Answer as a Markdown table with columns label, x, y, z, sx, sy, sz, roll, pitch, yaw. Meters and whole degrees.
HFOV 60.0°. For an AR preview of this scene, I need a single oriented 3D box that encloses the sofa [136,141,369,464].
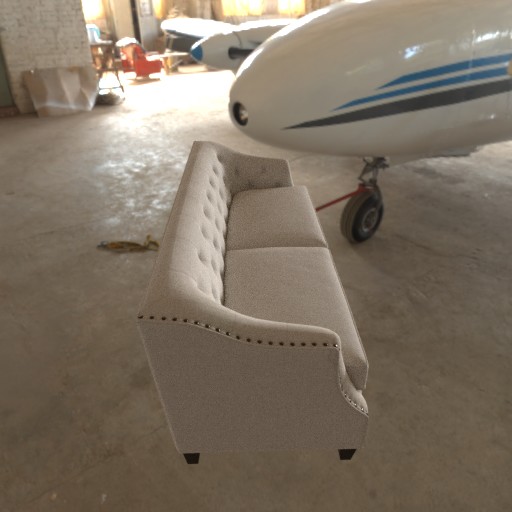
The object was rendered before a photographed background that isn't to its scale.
| label | x | y | z | sx | sy | sz | roll | pitch | yaw |
| --- | --- | --- | --- | --- | --- | --- | --- | --- | --- |
| sofa | 0.000 | 0.000 | 2.713 | 0.914 | 0.901 | 2.235 | -1 | 30 | -1 |
